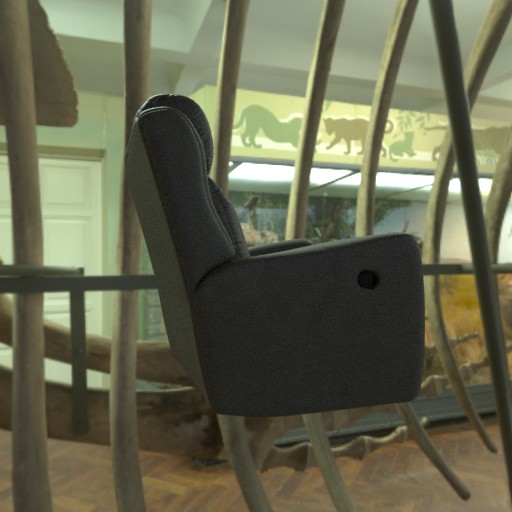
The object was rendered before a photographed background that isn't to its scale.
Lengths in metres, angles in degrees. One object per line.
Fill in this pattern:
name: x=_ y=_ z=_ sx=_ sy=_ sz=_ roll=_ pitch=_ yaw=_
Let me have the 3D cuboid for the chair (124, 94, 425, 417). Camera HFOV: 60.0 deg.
chair: x=0.000 y=0.000 z=1.923 sx=1.068 sy=1.116 sz=0.965 roll=0 pitch=0 yaw=-19
